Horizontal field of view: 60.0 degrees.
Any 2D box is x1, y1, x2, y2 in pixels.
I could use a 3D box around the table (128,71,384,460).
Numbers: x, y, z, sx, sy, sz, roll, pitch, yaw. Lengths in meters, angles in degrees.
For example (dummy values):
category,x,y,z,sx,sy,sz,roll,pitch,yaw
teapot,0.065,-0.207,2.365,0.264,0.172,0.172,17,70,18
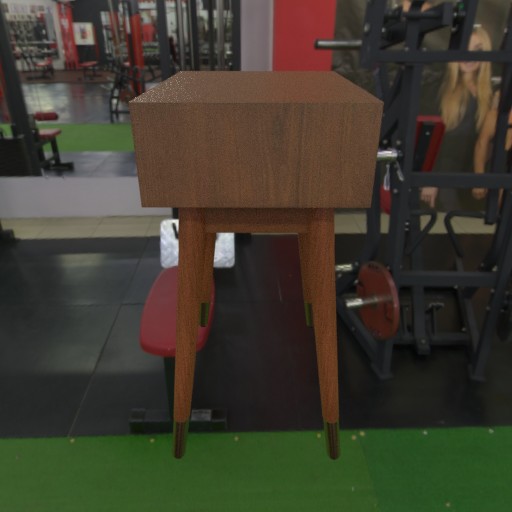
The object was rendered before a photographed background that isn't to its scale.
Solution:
category,x,y,z,sx,sy,sz,roll,pitch,yaw
table,0.000,0.000,0.817,0.300,0.599,0.406,0,28,0
